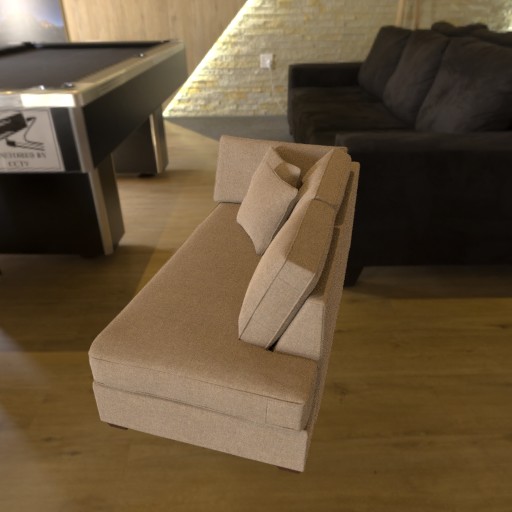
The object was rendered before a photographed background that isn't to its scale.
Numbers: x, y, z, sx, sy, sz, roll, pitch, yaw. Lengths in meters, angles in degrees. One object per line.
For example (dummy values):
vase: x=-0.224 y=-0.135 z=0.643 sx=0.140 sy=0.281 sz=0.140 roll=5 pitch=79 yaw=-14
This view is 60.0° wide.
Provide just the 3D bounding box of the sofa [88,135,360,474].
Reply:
sofa: x=0.000 y=0.000 z=2.823 sx=1.110 sy=1.019 sz=2.238 roll=8 pitch=31 yaw=13
